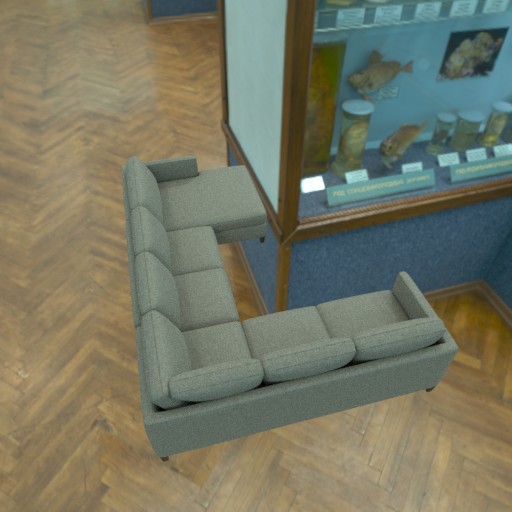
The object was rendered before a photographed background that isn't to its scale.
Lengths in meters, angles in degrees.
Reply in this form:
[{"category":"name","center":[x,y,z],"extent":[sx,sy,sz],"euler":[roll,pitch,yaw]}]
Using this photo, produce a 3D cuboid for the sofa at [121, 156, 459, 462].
[{"category":"sofa","center":[0.000,0.000,4.650],"extent":[2.551,0.889,3.403],"euler":[-11,46,-10]}]
